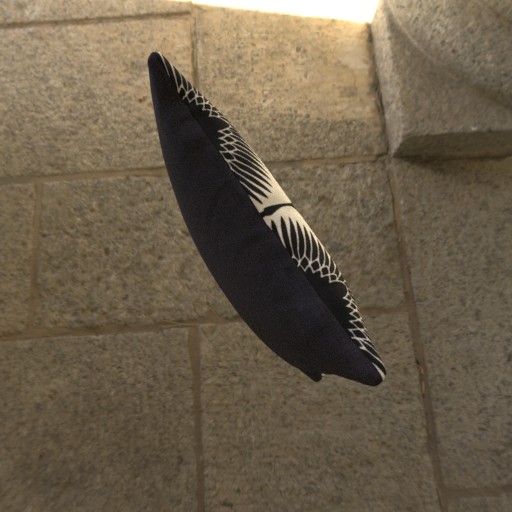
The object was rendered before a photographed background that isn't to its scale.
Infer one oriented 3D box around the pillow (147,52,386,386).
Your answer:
[{"bbox_3d":[0.000,0.000,0.658,0.139,0.432,0.432,-32,77,-8],"label":"pillow"}]
